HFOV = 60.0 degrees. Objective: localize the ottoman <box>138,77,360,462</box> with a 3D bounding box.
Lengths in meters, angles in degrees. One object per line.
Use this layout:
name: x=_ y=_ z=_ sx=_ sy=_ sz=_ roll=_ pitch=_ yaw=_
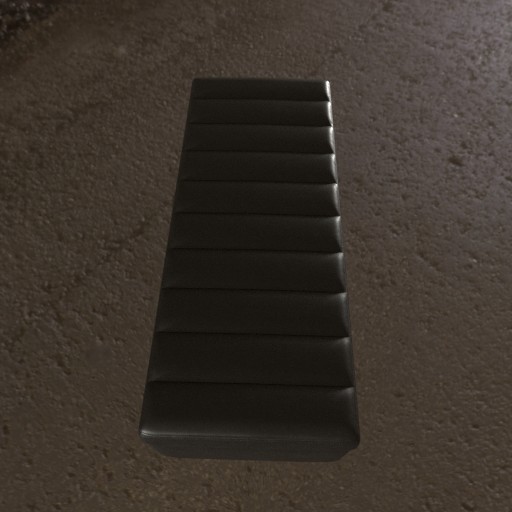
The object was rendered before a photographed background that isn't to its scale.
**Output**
ottoman: x=0.000 y=0.000 z=1.381 sx=0.482 sy=0.469 sz=1.151 roll=1 pitch=59 yaw=1
